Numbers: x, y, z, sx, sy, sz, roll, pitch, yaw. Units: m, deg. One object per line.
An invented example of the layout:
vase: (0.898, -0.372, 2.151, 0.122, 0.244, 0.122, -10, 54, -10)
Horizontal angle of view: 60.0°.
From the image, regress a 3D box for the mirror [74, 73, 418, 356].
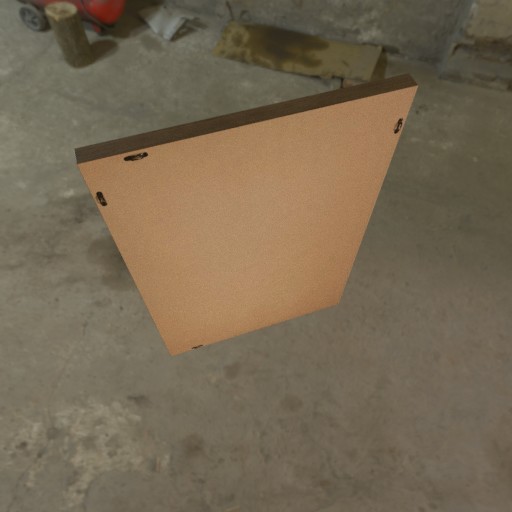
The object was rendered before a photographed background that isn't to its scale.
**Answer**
mirror: (0.000, 0.000, 1.148, 0.609, 0.915, 0.041, -16, 60, -10)
